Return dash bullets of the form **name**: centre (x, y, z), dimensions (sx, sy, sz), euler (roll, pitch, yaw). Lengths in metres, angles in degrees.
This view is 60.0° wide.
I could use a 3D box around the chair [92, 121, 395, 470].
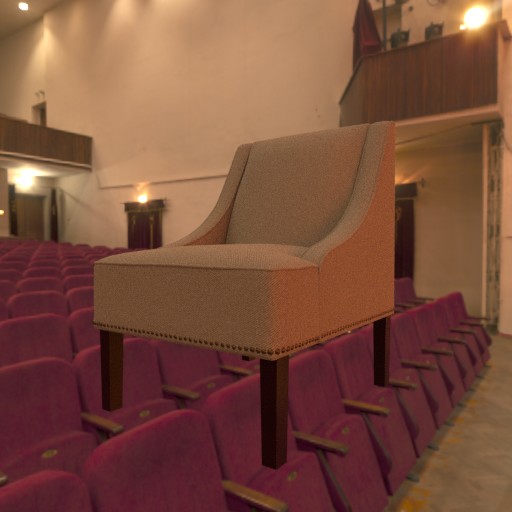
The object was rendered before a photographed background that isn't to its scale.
- **chair**: centre (0.000, 0.000, 1.350), dimensions (0.628, 0.872, 0.748), euler (1, 2, 35)
